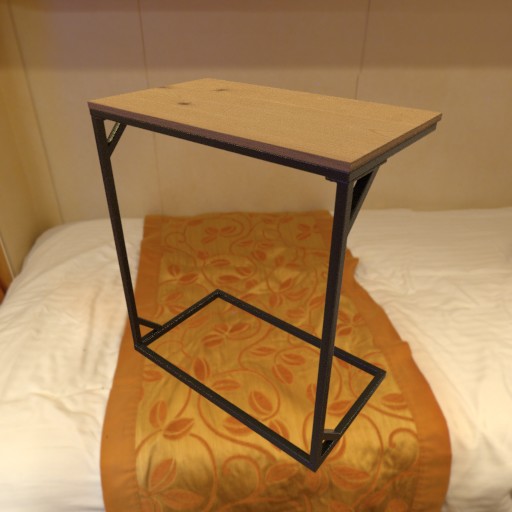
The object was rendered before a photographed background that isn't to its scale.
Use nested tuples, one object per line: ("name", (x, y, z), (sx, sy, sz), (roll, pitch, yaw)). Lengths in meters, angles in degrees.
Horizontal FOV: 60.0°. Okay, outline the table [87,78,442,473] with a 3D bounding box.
("table", (0.000, 0.000, 1.029), (0.597, 0.673, 0.351), (22, 38, 32))
